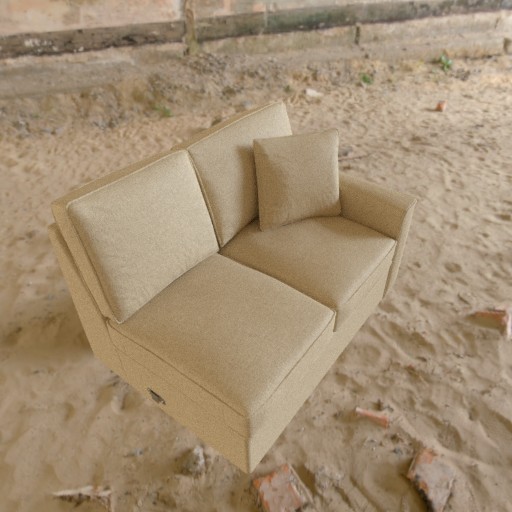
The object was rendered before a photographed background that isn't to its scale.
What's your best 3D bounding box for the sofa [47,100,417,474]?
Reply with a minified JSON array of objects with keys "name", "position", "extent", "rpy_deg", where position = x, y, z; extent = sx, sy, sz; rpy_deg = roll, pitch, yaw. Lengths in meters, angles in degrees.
[{"name":"sofa","position":[0.000,0.000,2.062],"extent":[0.991,0.989,1.388],"rpy_deg":[26,46,28]}]
